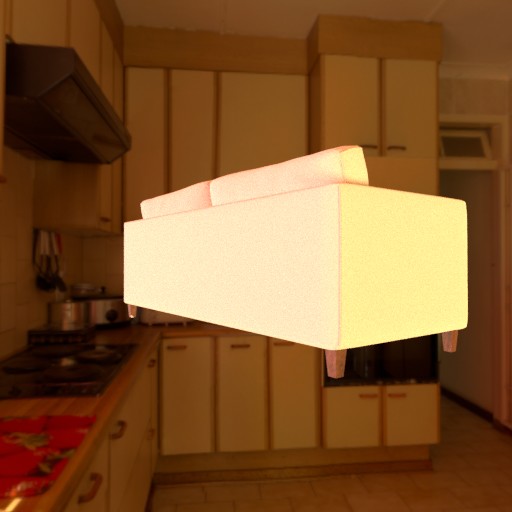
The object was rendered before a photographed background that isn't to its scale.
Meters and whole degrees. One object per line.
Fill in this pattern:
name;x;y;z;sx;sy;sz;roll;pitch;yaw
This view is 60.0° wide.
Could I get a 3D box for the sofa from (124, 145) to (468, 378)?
sofa;0.000;0.000;2.875;0.951;0.962;2.361;0;0;-36
